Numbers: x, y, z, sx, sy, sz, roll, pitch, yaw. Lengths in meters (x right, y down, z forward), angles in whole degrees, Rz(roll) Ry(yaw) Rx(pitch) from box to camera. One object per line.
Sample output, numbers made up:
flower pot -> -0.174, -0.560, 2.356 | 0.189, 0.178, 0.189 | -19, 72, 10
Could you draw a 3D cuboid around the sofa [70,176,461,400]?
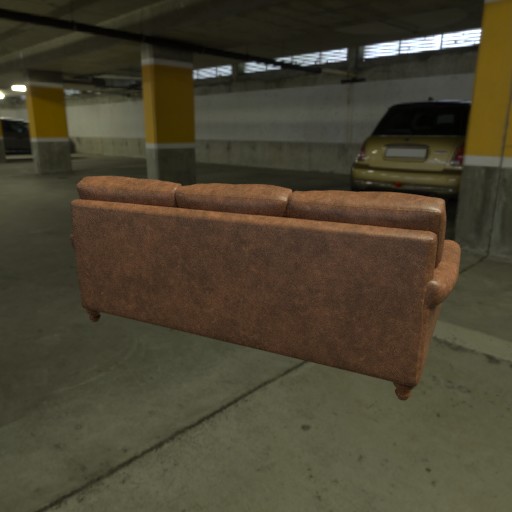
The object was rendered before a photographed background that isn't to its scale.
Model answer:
sofa -> 0.000, 0.000, 2.813 | 2.351, 0.977, 0.973 | 8, 18, 26
